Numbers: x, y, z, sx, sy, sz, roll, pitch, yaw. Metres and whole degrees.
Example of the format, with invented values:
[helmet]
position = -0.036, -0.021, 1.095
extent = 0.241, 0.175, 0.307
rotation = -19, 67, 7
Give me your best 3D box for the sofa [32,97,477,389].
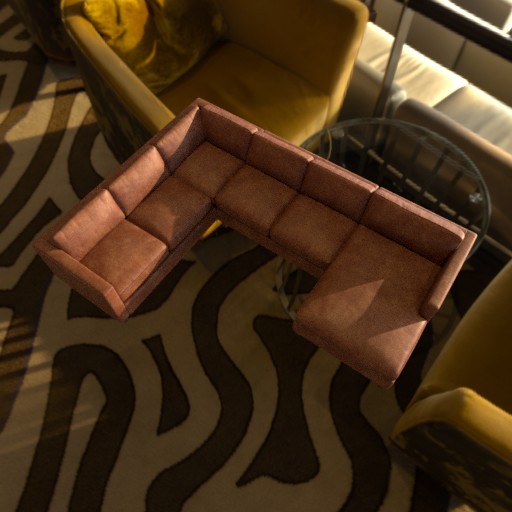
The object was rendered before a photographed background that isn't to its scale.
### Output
[sofa]
position = 0.000, 0.000, 4.329
extent = 3.324, 0.888, 2.452
rotation = 31, 64, 17
